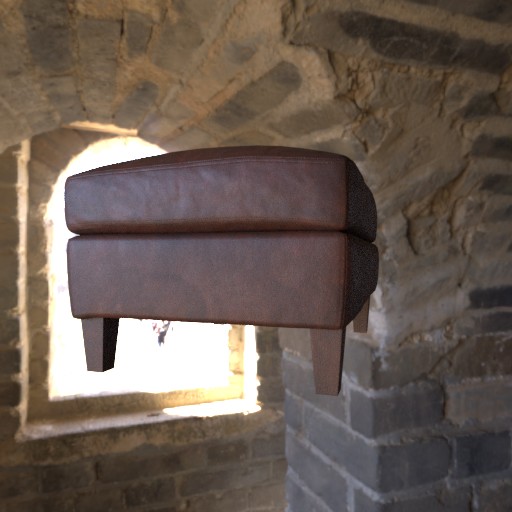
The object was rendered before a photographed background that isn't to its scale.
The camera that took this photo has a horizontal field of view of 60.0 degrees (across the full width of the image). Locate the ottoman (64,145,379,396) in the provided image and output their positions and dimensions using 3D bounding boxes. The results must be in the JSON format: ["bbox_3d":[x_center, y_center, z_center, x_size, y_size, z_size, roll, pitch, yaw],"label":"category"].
[{"bbox_3d":[0.000,0.000,1.288,0.659,0.527,0.887,0,0,18],"label":"ottoman"}]
